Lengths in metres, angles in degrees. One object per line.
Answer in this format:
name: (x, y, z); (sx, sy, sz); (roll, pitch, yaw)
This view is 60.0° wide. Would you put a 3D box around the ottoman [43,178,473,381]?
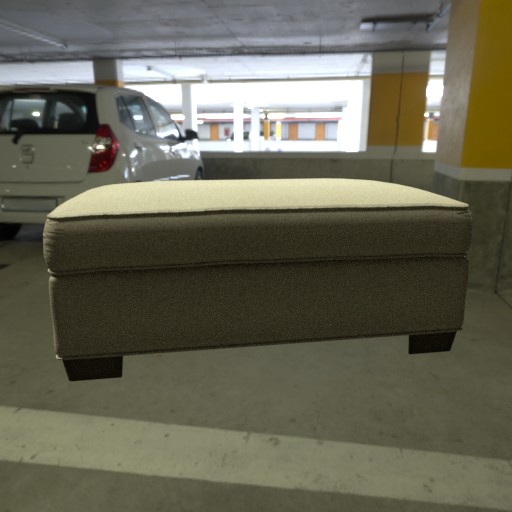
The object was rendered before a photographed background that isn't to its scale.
ottoman: (0.000, 0.000, 1.411); (1.097, 0.461, 0.617); (-2, 15, -9)
